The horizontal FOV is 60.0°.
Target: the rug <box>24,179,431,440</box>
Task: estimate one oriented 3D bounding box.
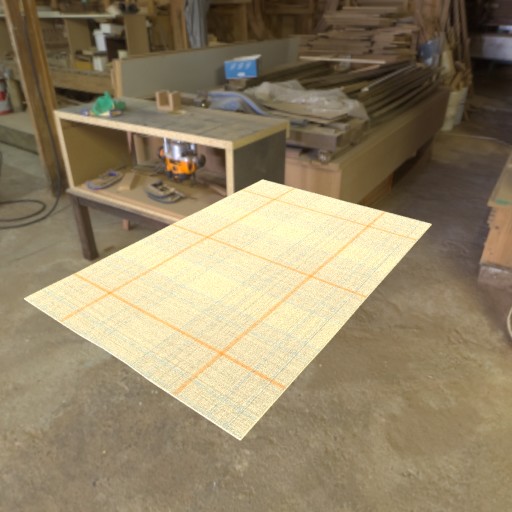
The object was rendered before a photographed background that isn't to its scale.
[{"bbox_3d":[0.000,0.000,2.292,1.232,0.015,1.825,21,36,31],"label":"rug"}]
